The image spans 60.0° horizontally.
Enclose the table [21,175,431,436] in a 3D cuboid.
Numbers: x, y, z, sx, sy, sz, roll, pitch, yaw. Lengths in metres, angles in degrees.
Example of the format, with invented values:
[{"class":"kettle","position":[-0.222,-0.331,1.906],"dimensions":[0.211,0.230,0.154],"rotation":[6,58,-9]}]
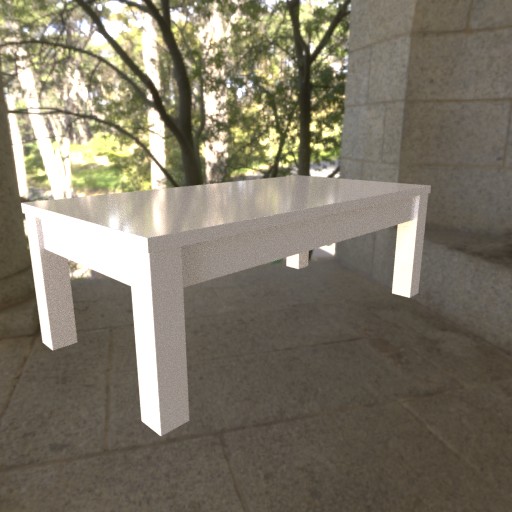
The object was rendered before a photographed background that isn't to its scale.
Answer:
[{"class":"table","position":[0.000,0.000,1.654],"dimensions":[0.700,0.470,1.350],"rotation":[14,21,42]}]
